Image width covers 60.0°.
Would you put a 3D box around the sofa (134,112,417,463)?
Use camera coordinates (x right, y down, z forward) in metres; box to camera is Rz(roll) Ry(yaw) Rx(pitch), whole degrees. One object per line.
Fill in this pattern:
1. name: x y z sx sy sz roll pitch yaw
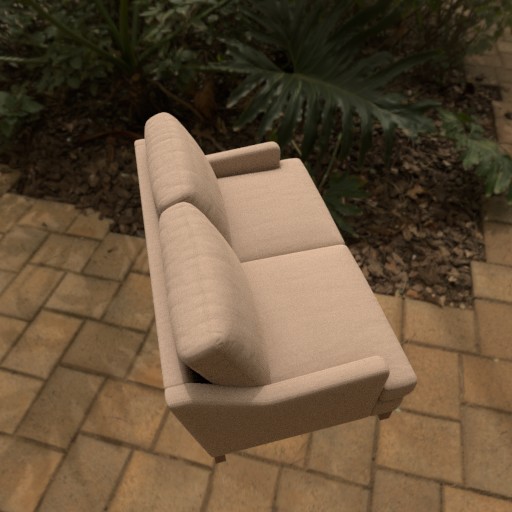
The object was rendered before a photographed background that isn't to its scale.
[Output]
1. sofa: 0.000 0.000 2.221 1.004 0.910 1.619 -11 49 -9
